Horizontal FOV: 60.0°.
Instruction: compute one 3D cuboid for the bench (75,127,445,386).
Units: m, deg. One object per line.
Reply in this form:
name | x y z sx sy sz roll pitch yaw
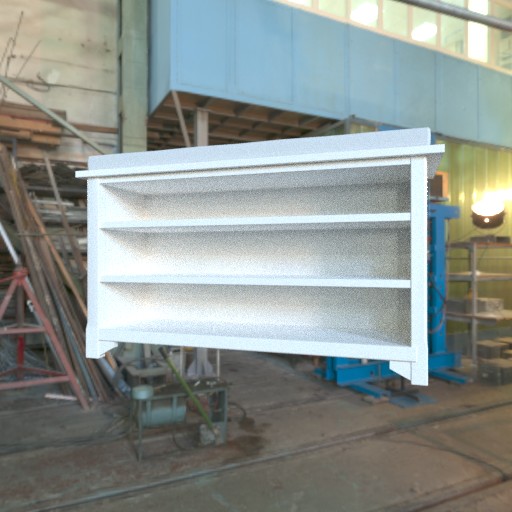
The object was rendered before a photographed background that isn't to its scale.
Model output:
bench | 0.000 0.000 1.293 0.987 0.589 0.346 0 0 18
